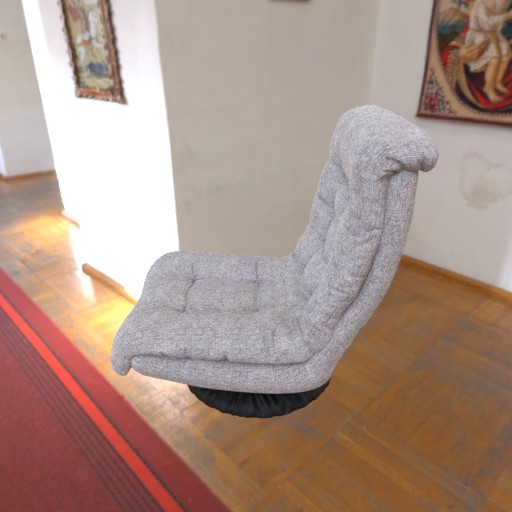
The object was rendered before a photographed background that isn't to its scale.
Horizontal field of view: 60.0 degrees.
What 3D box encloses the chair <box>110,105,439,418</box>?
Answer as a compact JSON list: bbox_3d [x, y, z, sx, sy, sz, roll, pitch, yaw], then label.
[{"bbox_3d":[0.000,0.000,0.957,0.583,0.600,0.400,1,27,1],"label":"chair"}]
